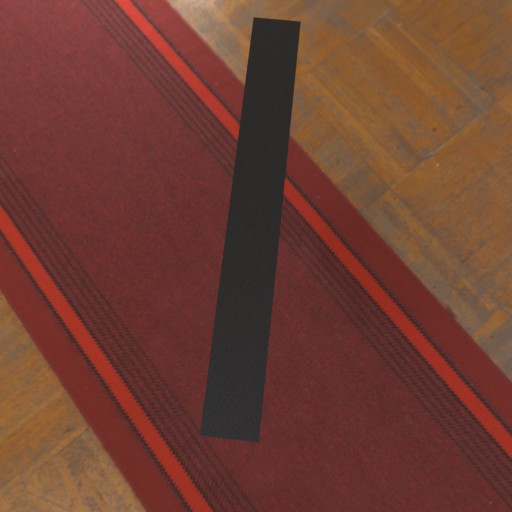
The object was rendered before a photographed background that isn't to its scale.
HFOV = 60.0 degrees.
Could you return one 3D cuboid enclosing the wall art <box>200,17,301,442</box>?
[{"bbox_3d":[0.000,0.000,0.453,0.037,0.303,0.304,6,77,1],"label":"wall art"}]
